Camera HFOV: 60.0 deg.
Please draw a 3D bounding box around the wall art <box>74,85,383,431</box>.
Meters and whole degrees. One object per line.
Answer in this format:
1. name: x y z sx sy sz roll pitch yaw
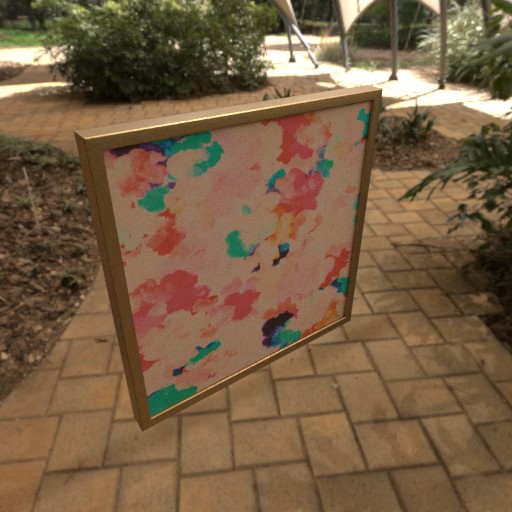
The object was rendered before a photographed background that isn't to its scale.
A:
1. wall art: 0.000 0.000 0.775 0.510 0.509 0.037 -20 36 -30
